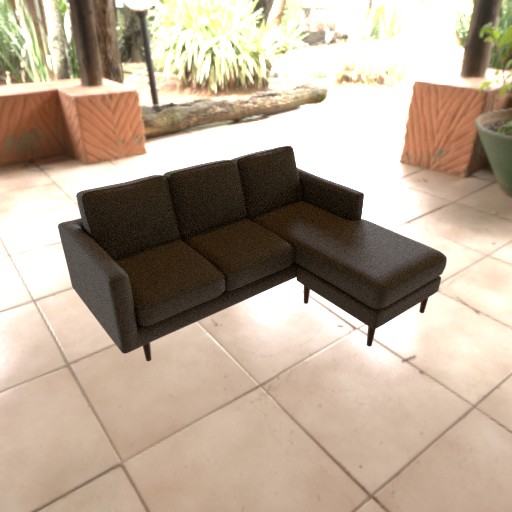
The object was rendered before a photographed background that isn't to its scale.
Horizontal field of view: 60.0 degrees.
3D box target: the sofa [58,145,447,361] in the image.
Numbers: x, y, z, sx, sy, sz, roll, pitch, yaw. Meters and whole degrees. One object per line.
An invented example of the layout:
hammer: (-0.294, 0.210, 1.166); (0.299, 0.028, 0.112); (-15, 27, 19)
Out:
sofa: (0.000, 0.000, 3.024); (2.055, 0.957, 1.667); (-21, 36, -32)
